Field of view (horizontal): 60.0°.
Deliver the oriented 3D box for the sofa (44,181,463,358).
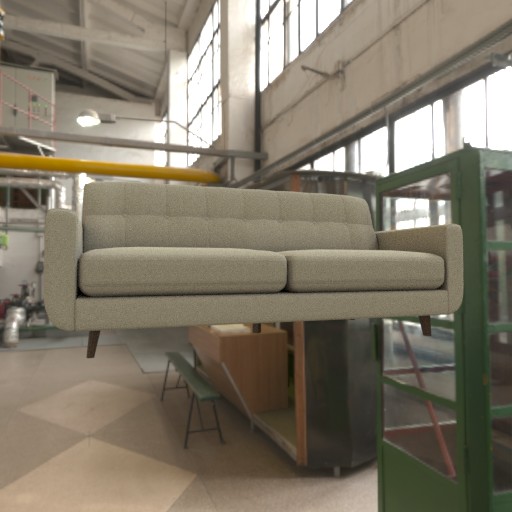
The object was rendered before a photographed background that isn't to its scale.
[{"bbox_3d":[0.000,0.000,2.574,2.137,0.892,0.980,0,-1,-19],"label":"sofa"}]
